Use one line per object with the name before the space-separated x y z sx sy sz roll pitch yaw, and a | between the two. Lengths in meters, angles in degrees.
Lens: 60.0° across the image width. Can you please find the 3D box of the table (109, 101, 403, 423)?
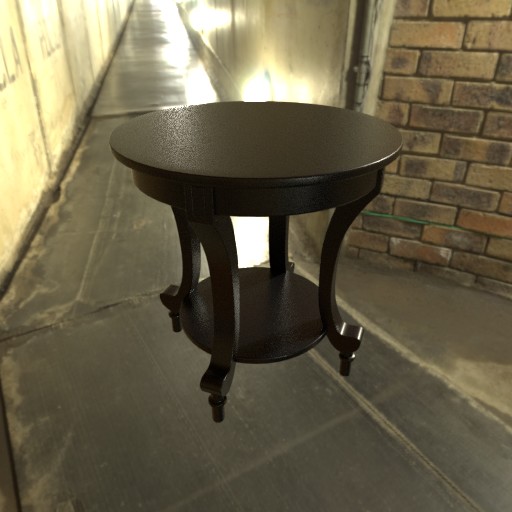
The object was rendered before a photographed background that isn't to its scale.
table | 0.000 0.000 1.086 0.597 0.618 0.597 0 30 0
